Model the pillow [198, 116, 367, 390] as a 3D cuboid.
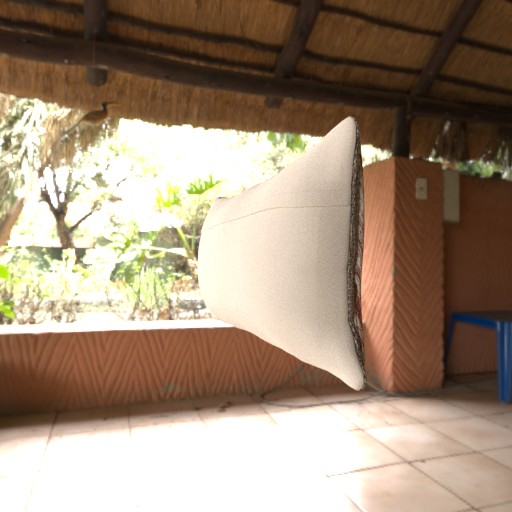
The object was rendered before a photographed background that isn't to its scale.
[{"bbox_3d":[0.000,0.000,0.734,0.139,0.282,0.635,0,-1,-19],"label":"pillow"}]
